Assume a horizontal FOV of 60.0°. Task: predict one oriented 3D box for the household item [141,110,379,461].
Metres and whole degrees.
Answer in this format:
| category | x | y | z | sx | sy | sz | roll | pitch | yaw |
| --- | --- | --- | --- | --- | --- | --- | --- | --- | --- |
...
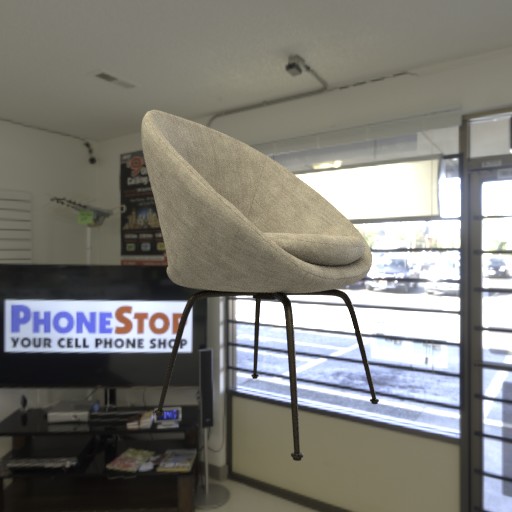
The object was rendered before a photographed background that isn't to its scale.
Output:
| category | x | y | z | sx | sy | sz | roll | pitch | yaw |
| --- | --- | --- | --- | --- | --- | --- | --- | --- | --- |
| household item | 0.000 | 0.000 | 1.279 | 0.587 | 0.869 | 0.643 | 0 | 1 | 36 |
